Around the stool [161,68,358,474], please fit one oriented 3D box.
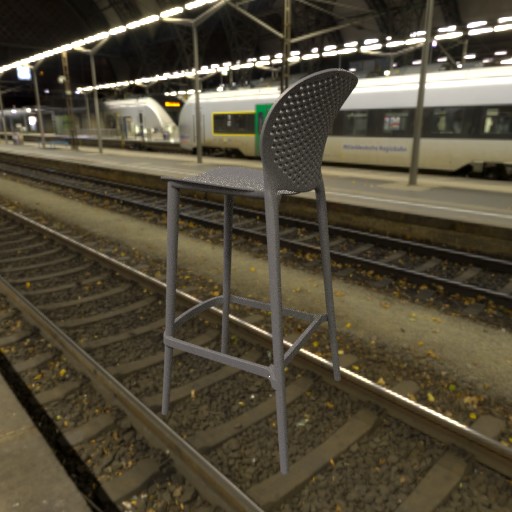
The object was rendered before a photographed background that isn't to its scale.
[{"bbox_3d":[0.000,0.000,1.380,0.535,1.045,0.536,8,18,25],"label":"stool"}]
